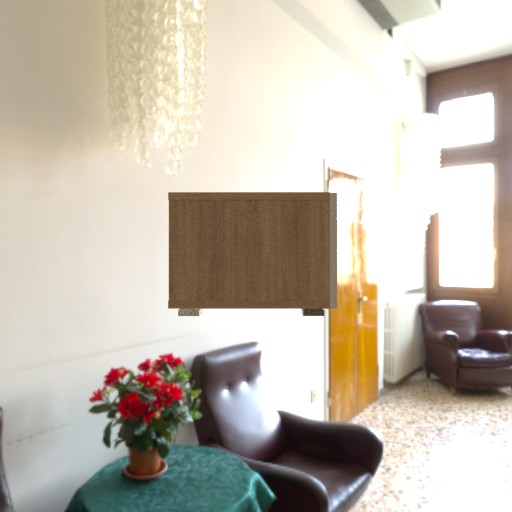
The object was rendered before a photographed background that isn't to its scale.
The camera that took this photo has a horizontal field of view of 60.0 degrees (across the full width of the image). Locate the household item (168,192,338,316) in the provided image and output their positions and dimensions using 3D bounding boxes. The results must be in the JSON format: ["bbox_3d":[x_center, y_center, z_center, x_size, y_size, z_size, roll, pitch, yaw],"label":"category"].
[{"bbox_3d":[0.000,0.000,2.024,0.420,0.310,1.850,0,0,1],"label":"household item"}]
